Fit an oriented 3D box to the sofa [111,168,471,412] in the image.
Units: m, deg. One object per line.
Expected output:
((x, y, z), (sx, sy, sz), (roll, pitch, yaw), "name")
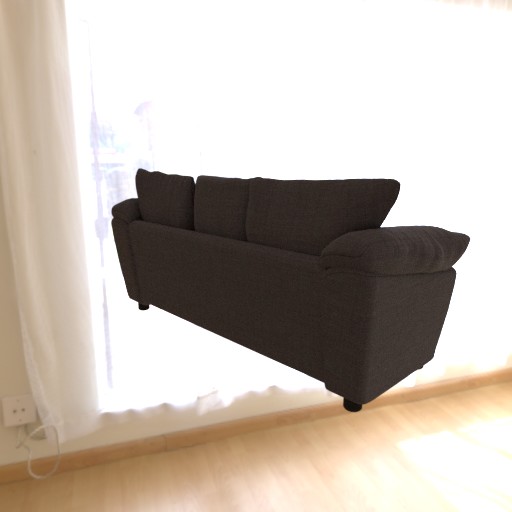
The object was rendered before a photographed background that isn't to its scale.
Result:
((0.000, 0.000, 2.847), (0.883, 1.080, 2.336), (-12, 17, -42), "sofa")
